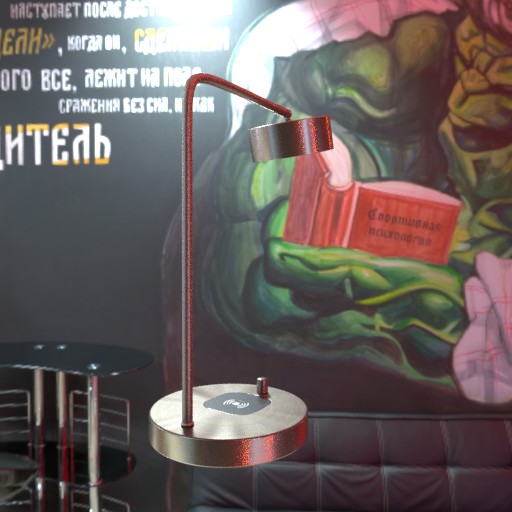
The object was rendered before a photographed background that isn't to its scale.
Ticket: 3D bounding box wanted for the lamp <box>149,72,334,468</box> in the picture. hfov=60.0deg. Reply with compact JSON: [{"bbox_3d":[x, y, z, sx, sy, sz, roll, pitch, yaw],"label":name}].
[{"bbox_3d":[0.000,0.000,0.645,0.211,0.469,0.334,0,1,36],"label":"lamp"}]
